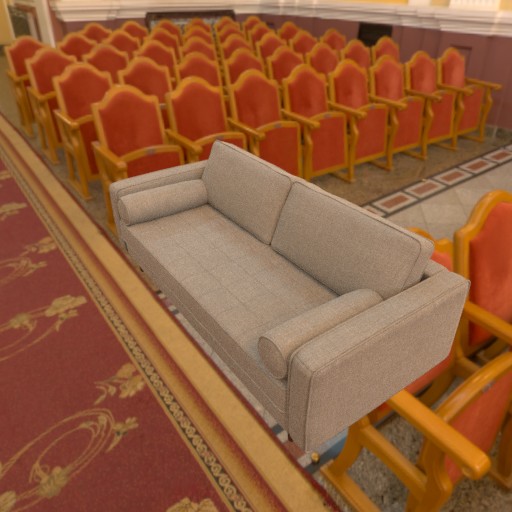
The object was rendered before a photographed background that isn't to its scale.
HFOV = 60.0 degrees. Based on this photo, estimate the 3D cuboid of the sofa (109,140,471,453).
[{"bbox_3d":[0.000,0.000,2.350,0.914,0.762,1.879,-21,38,-29],"label":"sofa"}]
